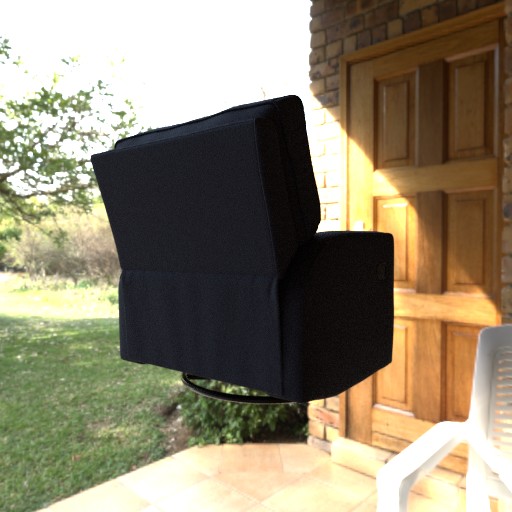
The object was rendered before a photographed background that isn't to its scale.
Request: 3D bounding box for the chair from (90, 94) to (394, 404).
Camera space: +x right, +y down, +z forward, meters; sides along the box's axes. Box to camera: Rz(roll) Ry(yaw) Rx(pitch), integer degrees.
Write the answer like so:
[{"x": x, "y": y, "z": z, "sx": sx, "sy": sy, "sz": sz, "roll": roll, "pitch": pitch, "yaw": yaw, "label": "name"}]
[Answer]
[{"x": 0.000, "y": 0.000, "z": 1.717, "sx": 0.861, "sy": 0.962, "sz": 0.964, "roll": 1, "pitch": 1, "yaw": 37, "label": "chair"}]
